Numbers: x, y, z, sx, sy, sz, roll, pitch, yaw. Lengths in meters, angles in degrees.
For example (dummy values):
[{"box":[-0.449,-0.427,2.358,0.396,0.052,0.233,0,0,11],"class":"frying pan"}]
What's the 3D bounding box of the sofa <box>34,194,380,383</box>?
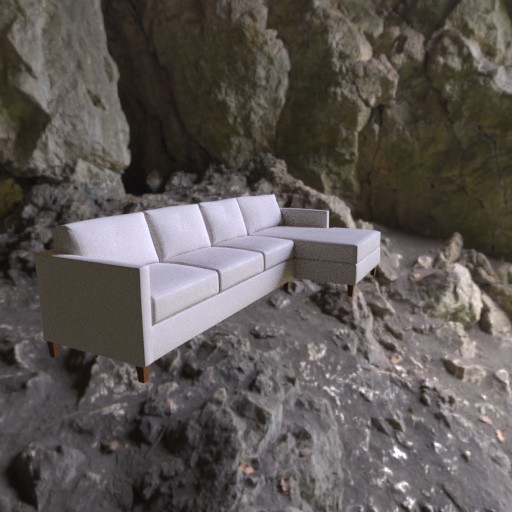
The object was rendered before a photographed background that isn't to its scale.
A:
[{"box":[0.000,0.000,4.138,1.599,0.954,3.471,6,13,27],"class":"sofa"}]
